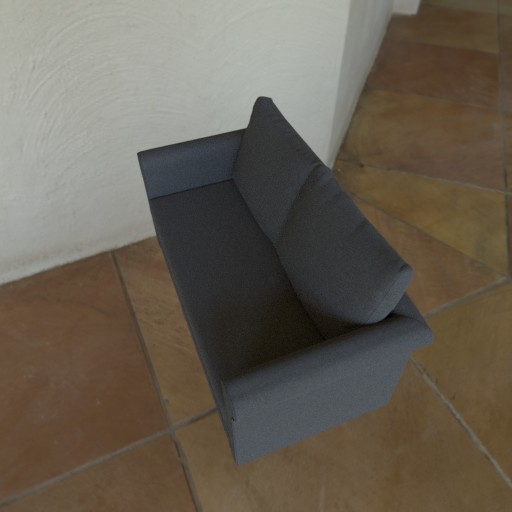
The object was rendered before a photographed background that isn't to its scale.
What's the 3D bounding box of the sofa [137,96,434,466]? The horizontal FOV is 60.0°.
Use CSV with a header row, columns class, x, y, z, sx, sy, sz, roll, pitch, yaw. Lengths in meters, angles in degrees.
class,x,y,z,sx,sy,sz,roll,pitch,yaw
sofa,0.000,0.000,2.011,0.741,0.872,1.460,-16,50,-14
